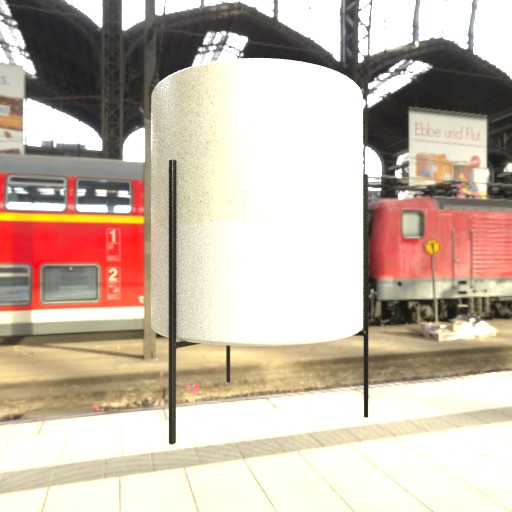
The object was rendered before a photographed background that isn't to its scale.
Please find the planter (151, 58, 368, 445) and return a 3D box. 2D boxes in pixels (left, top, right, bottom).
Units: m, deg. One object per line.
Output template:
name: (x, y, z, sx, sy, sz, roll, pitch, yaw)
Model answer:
planter: (0.000, 0.000, 0.701, 0.324, 0.483, 0.333, 0, 0, -19)
